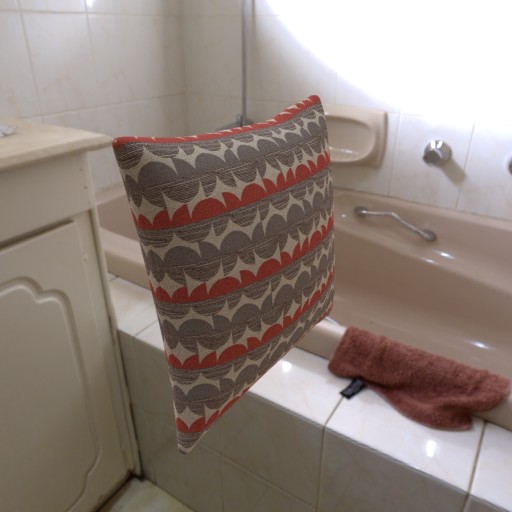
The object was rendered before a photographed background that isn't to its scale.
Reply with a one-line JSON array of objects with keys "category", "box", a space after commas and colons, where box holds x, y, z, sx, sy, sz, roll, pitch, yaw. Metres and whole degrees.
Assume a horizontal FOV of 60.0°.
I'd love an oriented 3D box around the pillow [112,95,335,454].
[{"category": "pillow", "box": [0.000, 0.000, 0.657, 0.180, 0.410, 0.420, 18, 32, 31]}]
